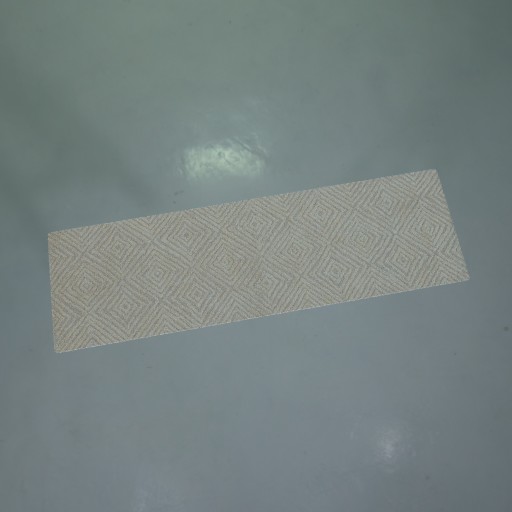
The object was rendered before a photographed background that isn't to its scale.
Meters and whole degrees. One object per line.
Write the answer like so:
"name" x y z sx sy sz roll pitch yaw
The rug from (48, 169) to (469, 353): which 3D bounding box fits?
"rug" 0.000 0.000 2.478 2.277 0.008 0.676 -10 75 -3
